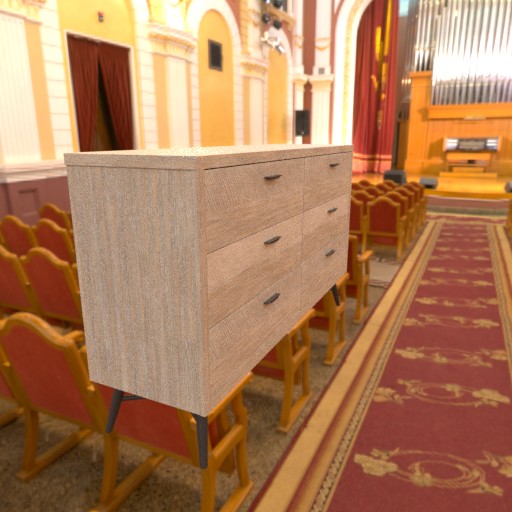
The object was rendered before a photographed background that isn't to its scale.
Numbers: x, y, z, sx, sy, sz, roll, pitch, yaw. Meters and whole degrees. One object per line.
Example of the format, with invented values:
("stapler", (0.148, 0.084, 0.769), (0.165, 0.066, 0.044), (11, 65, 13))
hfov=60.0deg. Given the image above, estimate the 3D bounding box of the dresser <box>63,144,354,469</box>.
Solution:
("dresser", (0.000, 0.000, 1.923), (0.457, 0.914, 1.524), (7, 17, 25))
